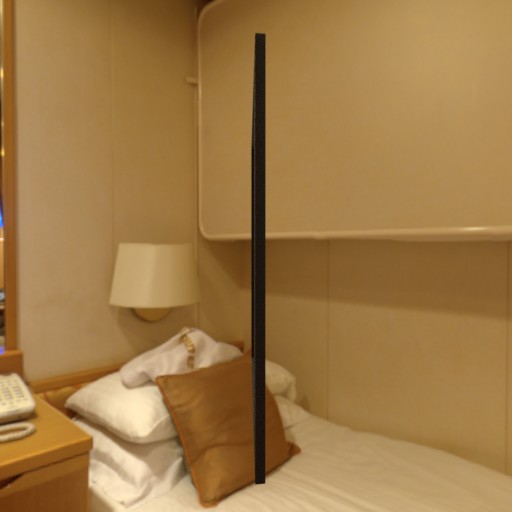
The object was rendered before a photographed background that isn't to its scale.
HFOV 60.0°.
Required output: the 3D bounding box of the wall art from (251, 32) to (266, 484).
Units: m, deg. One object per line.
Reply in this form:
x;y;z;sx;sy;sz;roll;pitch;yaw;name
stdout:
0.000;0.000;0.975;0.016;0.659;0.663;0;1;-1;wall art
